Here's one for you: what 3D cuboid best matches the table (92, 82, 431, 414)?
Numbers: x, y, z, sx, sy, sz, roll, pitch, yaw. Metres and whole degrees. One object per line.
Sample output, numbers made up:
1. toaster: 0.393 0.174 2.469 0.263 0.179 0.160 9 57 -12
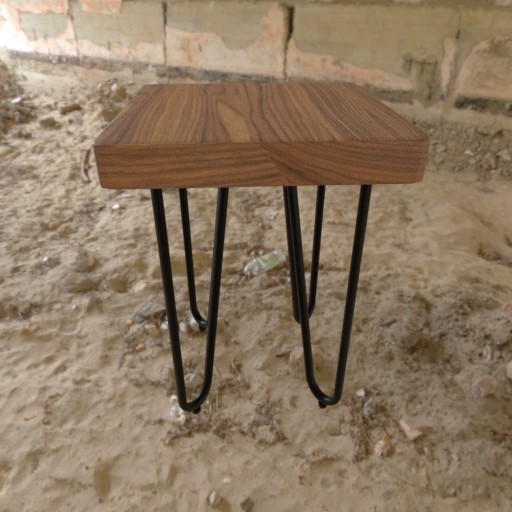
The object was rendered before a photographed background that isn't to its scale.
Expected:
1. table: 0.000 0.000 0.974 0.479 0.641 0.480 -2 30 -3
